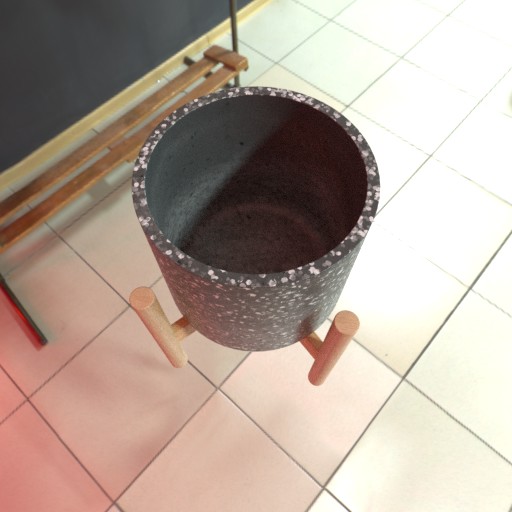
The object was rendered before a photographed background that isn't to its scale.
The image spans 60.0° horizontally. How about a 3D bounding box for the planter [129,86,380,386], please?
[{"bbox_3d":[0.000,0.000,0.540,0.284,0.320,0.284,-14,63,-7],"label":"planter"}]
